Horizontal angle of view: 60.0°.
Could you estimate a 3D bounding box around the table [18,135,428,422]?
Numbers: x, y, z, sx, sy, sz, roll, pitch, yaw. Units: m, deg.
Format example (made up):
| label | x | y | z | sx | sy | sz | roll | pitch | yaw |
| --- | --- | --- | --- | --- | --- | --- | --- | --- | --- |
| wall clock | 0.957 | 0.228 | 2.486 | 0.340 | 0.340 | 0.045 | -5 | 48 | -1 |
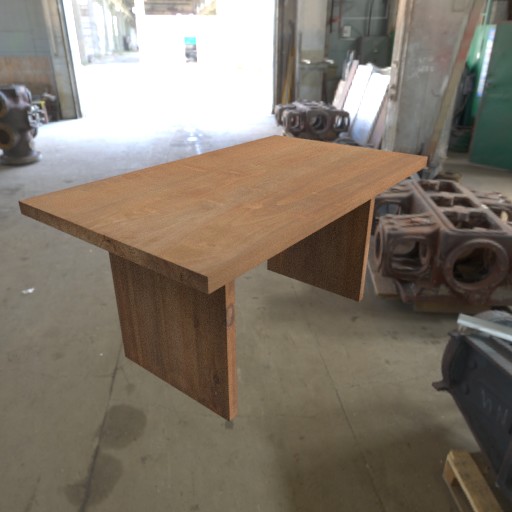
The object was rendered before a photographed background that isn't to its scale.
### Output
| label | x | y | z | sx | sy | sz | roll | pitch | yaw |
| --- | --- | --- | --- | --- | --- | --- | --- | --- | --- |
| table | 0.000 | 0.000 | 2.095 | 0.946 | 0.780 | 1.609 | 19 | 31 | 34 |
